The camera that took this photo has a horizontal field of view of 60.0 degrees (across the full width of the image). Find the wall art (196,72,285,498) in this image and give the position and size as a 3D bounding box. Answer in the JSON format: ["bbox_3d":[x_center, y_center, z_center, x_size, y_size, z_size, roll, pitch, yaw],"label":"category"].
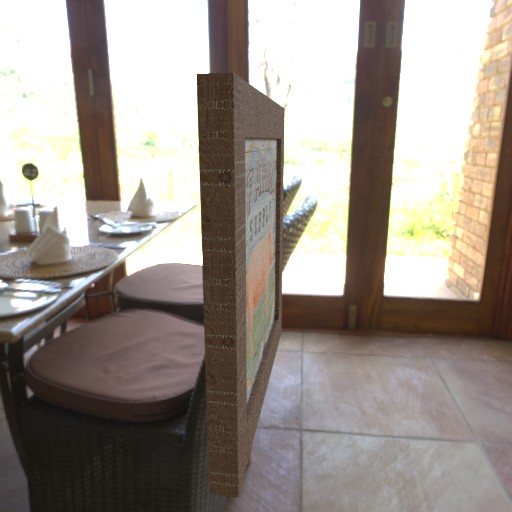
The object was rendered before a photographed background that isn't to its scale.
[{"bbox_3d":[0.000,0.000,0.783,0.040,0.531,0.531,2,15,9],"label":"wall art"}]
